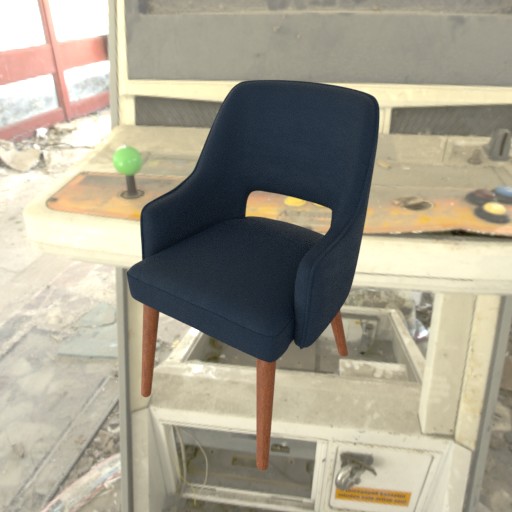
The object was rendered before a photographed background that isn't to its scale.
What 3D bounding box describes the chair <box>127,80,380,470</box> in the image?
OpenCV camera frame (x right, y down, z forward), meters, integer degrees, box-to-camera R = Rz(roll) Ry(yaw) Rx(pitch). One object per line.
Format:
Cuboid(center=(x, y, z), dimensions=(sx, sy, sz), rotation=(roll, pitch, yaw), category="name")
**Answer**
Cuboid(center=(0.000, 0.000, 1.236), dimensions=(0.559, 0.844, 0.591), rotation=(19, 35, 29), category="chair")
